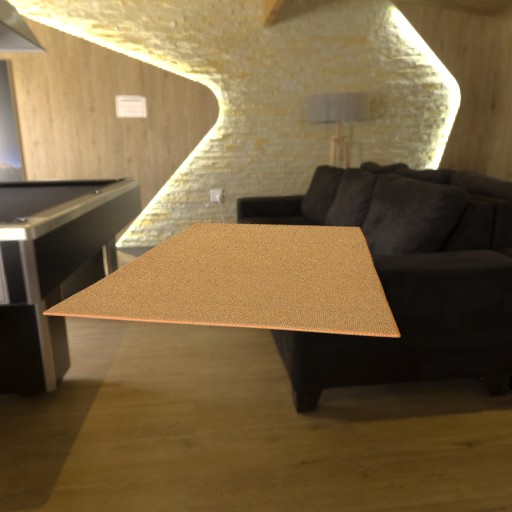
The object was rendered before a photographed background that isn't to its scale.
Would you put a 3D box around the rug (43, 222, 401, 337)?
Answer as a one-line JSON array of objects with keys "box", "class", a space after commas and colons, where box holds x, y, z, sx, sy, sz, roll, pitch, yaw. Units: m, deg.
[{"box": [0.000, 0.000, 2.085, 1.078, 0.013, 1.678, 2, 14, 9], "class": "rug"}]
